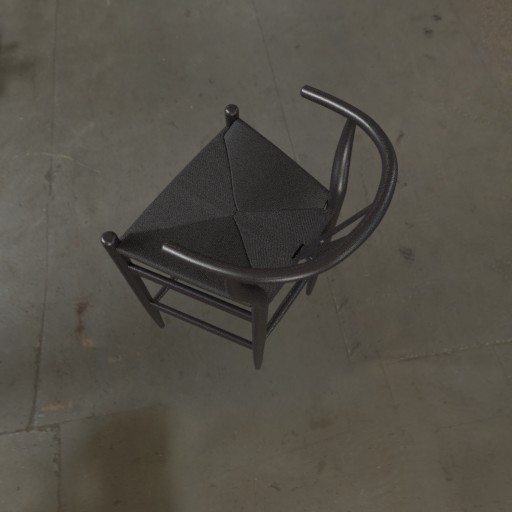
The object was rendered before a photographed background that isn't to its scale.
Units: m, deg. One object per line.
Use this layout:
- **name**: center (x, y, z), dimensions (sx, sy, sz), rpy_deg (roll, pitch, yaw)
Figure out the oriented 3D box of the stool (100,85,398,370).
- **stool**: center (0.000, 0.000, 1.344), dimensions (0.579, 0.970, 0.569), rpy_deg (32, 68, 15)
